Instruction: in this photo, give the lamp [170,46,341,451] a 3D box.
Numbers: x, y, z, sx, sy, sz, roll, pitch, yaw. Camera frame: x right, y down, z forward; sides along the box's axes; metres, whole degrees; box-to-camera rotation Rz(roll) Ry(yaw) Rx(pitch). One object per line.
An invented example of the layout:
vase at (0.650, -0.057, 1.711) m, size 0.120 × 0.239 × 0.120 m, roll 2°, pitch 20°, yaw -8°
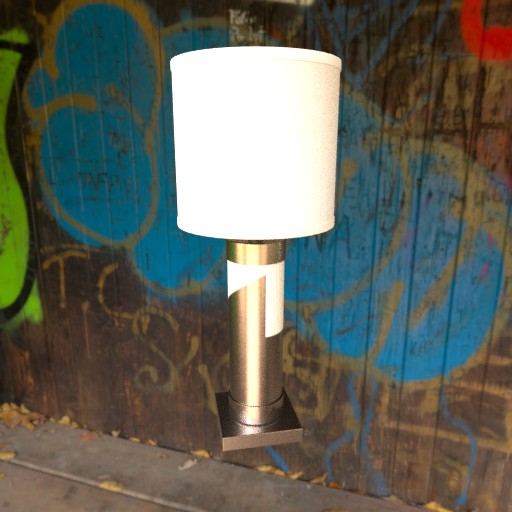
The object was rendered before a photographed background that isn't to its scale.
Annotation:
lamp at (0.000, 0.000, 0.593) m, size 0.202 × 0.509 × 0.202 m, roll -3°, pitch 15°, yaw -10°
